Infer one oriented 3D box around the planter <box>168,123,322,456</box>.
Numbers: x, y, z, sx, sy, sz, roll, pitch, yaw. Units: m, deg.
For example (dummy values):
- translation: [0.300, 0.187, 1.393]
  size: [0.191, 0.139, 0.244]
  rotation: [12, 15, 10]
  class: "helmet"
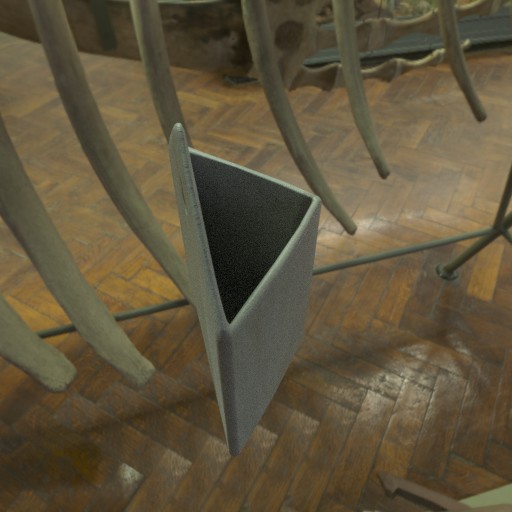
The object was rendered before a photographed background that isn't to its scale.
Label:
- translation: [0.000, 0.000, 0.278]
  size: [0.080, 0.194, 0.163]
  rotation: [-11, 47, -11]
  class: "planter"
